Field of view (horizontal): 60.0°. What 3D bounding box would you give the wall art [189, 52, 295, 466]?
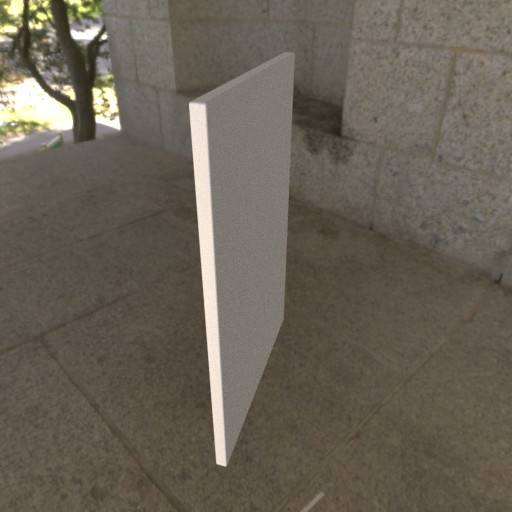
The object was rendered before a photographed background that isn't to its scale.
[{"bbox_3d":[0.000,0.000,1.042,0.026,0.813,0.556,9,33,14],"label":"wall art"}]
